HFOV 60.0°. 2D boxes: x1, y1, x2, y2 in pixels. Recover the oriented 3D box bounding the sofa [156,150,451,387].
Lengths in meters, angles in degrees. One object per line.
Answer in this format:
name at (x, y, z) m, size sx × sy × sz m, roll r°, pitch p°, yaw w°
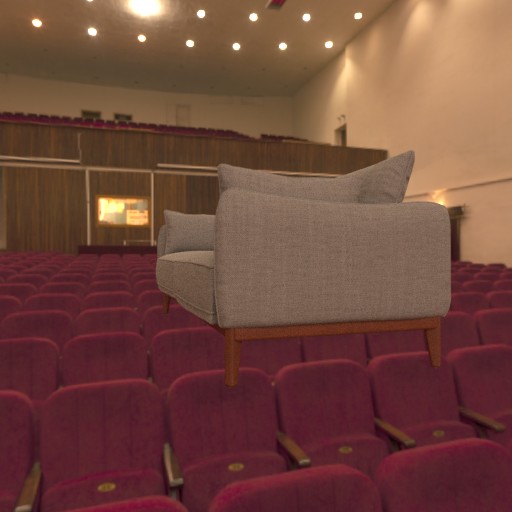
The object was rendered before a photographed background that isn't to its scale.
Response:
sofa at (0.000, 0.000, 2.460) m, size 0.972 × 0.851 × 1.989 m, roll 0°, pitch 0°, yaw -18°
